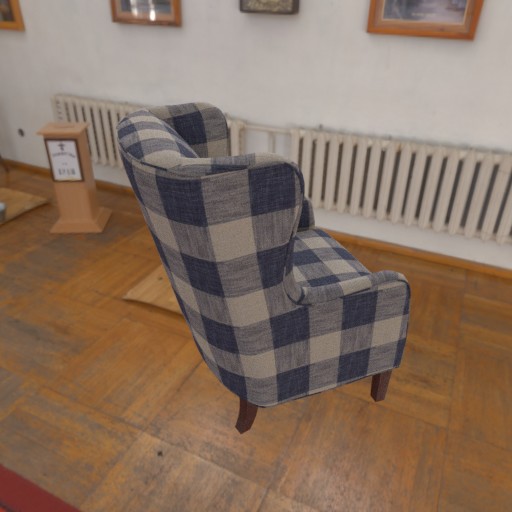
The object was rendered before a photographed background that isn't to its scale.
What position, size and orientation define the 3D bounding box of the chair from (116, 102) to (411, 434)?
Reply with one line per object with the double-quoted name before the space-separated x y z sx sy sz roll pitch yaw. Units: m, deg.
"chair" 0.000 0.000 1.702 0.889 1.041 0.830 -10 31 -17
